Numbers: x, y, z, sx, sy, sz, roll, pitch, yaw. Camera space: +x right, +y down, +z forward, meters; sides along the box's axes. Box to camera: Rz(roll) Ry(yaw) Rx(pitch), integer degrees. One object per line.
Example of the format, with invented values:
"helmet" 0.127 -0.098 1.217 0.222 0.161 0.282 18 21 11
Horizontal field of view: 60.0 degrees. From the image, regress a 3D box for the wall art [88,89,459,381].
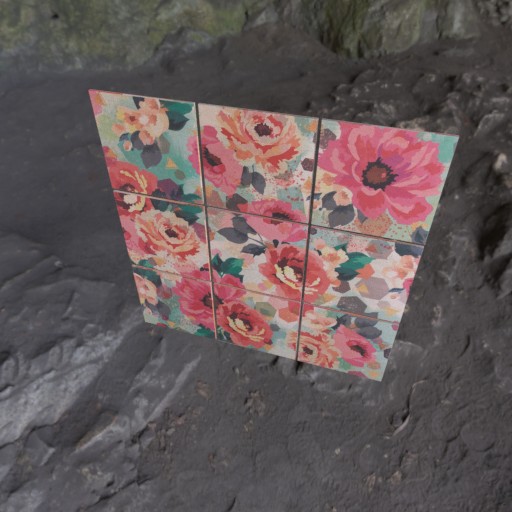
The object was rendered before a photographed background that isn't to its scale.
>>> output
"wall art" 0.000 0.000 2.251 1.521 1.519 0.013 12 42 13
